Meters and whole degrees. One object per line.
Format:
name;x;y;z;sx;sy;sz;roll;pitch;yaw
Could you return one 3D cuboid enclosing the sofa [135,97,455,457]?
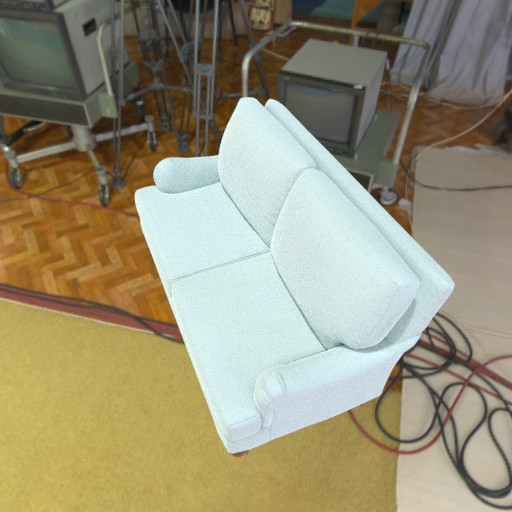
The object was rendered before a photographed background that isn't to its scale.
sofa;0.000;0.000;2.599;1.084;1.101;1.853;-17;49;-16
